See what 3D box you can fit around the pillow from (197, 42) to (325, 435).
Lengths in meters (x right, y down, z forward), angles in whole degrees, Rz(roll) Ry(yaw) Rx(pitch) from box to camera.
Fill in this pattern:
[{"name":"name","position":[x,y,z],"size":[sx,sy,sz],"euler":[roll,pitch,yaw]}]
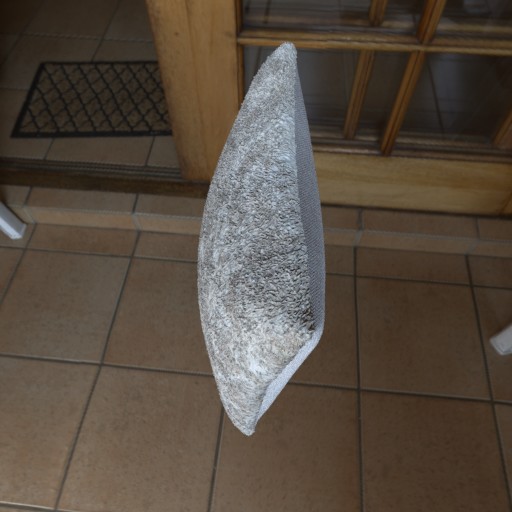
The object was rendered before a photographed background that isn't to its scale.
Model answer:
[{"name":"pillow","position":[0.000,0.000,0.806],"size":[0.218,0.515,0.529],"euler":[0,58,0]}]
